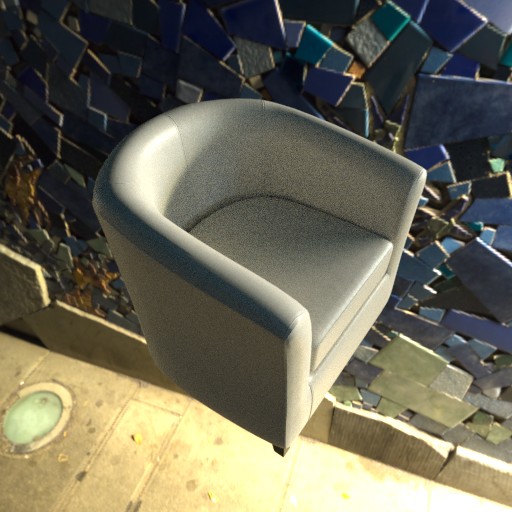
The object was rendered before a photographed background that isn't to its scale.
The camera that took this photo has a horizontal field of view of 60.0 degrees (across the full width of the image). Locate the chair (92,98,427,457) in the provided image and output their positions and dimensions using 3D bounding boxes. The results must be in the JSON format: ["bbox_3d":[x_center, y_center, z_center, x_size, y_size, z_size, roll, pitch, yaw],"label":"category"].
[{"bbox_3d":[0.000,0.000,1.387,0.727,0.756,0.792,25,47,26],"label":"chair"}]
